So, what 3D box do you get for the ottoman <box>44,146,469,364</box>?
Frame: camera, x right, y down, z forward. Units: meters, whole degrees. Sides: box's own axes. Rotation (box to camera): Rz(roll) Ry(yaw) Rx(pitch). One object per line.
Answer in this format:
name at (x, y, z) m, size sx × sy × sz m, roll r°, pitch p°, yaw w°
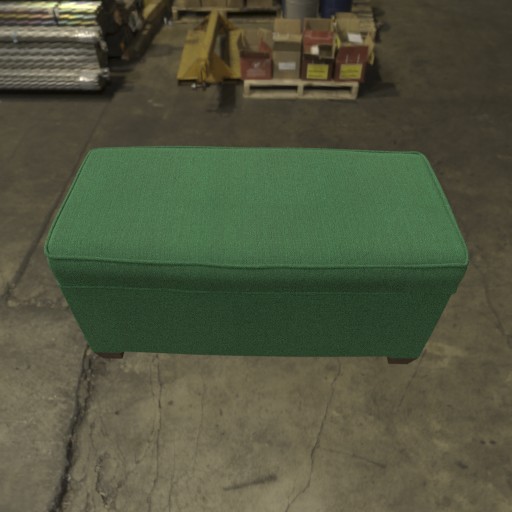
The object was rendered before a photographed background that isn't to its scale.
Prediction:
ottoman at (0.000, 0.000, 1.259) m, size 0.957 × 0.471 × 0.483 m, roll 1°, pitch 47°, yaw 1°
